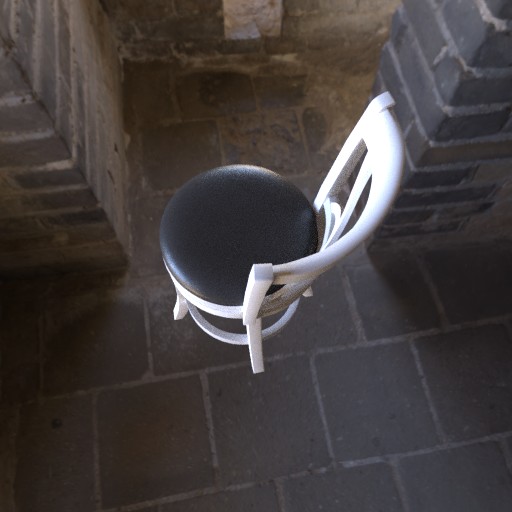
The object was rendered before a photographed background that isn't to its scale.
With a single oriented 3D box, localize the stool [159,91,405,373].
[{"bbox_3d":[0.000,0.000,1.191,0.508,0.953,0.444,31,68,14],"label":"stool"}]
